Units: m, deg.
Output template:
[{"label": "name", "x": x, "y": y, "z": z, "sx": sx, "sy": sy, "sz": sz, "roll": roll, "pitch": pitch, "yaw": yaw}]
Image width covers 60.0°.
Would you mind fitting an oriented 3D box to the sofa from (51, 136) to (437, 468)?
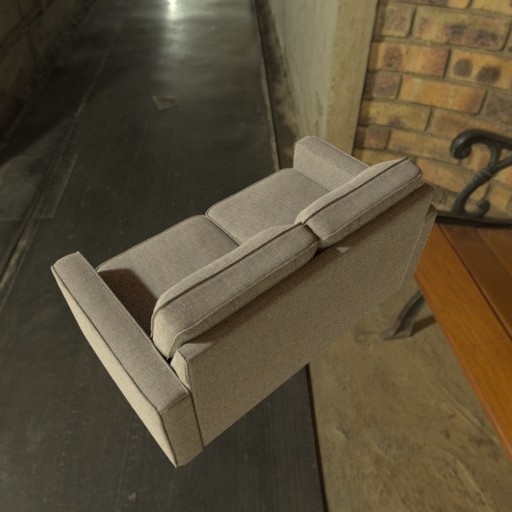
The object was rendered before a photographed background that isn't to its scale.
[{"label": "sofa", "x": 0.000, "y": 0.000, "z": 2.234, "sx": 1.706, "sy": 0.915, "sz": 0.945, "roll": -32, "pitch": 54, "yaw": -26}]
